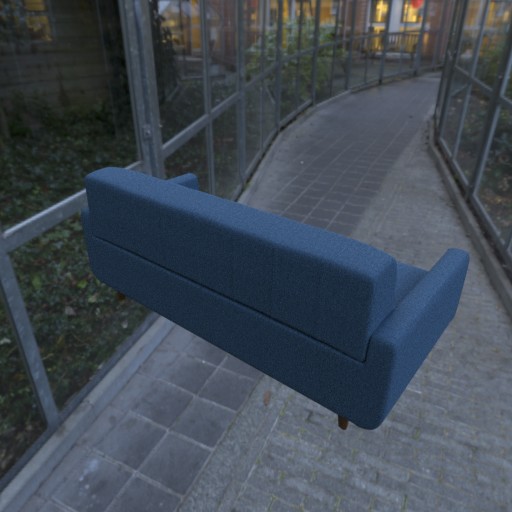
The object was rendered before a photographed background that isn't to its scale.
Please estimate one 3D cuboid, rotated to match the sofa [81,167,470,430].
[{"bbox_3d":[0.000,0.000,2.560,2.055,0.884,0.942,21,35,33],"label":"sofa"}]
